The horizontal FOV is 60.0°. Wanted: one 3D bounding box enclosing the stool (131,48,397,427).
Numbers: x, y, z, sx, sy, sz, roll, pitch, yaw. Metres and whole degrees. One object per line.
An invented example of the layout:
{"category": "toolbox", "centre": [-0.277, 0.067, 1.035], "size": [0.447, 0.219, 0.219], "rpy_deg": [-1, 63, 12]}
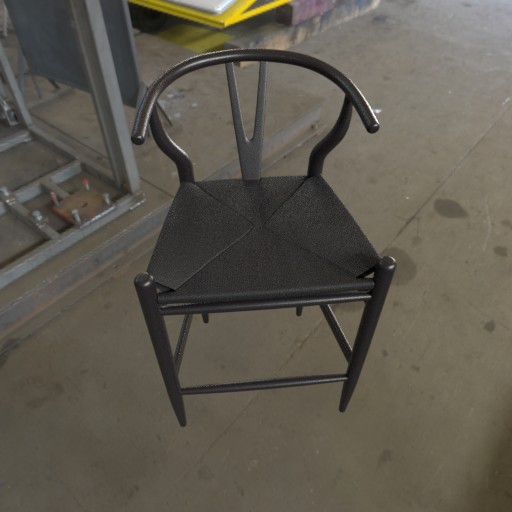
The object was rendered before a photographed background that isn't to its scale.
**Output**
{"category": "stool", "centre": [0.000, 0.000, 1.301], "size": [0.569, 0.970, 0.579], "rpy_deg": [-4, 46, -4]}
